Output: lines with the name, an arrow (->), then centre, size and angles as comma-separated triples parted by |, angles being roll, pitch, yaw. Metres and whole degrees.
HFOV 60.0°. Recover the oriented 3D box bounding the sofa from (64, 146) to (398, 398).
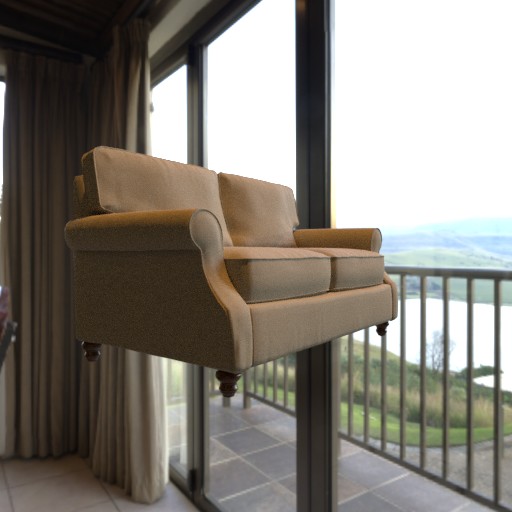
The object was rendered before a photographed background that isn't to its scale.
sofa -> 0.000, 0.000, 2.274 | 0.964, 0.937, 1.665 | 0, 1, 37
